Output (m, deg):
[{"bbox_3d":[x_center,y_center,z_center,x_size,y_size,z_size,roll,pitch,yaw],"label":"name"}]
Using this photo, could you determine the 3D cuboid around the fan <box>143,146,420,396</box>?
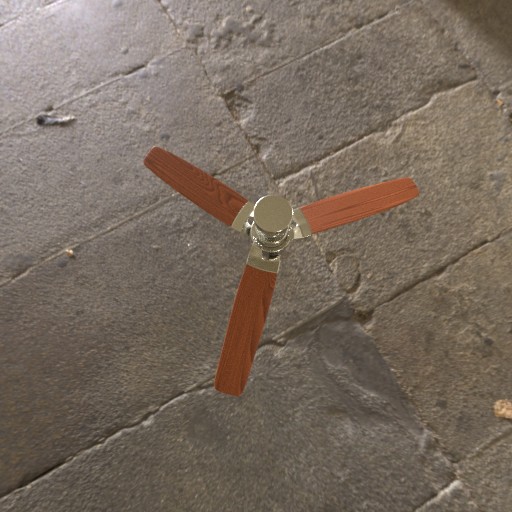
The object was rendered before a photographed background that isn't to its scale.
[{"bbox_3d":[0.000,0.000,2.083,1.416,0.410,1.271,15,75,4],"label":"fan"}]
